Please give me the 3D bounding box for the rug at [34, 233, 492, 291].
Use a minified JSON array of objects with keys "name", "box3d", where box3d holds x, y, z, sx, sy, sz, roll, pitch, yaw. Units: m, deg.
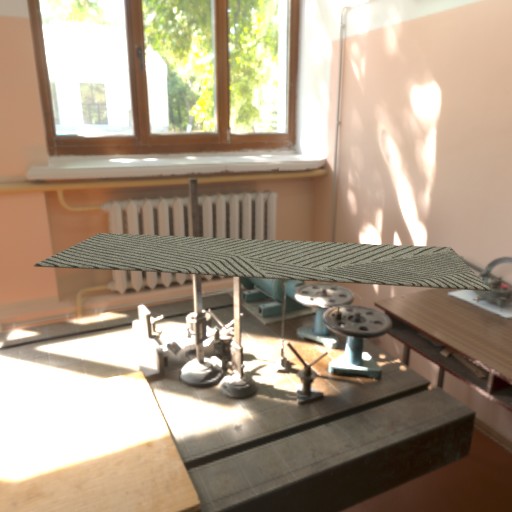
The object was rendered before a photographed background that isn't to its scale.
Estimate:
[{"name":"rug","box3d":[0.000,0.000,2.691,2.439,0.020,0.773,3,17,9]}]
